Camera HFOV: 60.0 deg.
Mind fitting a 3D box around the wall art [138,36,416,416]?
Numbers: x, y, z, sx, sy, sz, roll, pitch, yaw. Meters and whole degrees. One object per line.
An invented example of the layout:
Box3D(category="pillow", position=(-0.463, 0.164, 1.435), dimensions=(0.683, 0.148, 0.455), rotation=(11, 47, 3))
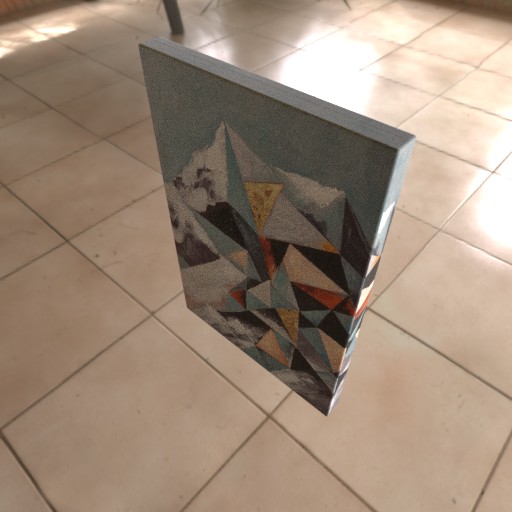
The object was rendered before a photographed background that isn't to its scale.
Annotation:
Box3D(category="wall art", position=(0.000, 0.000, 1.133), dimensions=(0.609, 0.911, 0.061), rotation=(32, 54, 27))
